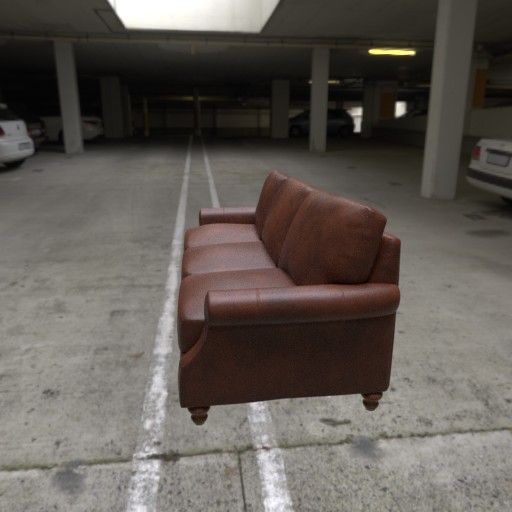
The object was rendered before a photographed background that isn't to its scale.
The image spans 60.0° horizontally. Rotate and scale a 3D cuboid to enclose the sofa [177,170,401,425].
[{"bbox_3d":[0.000,0.000,2.904,0.973,0.977,2.351,-2,15,-7],"label":"sofa"}]
